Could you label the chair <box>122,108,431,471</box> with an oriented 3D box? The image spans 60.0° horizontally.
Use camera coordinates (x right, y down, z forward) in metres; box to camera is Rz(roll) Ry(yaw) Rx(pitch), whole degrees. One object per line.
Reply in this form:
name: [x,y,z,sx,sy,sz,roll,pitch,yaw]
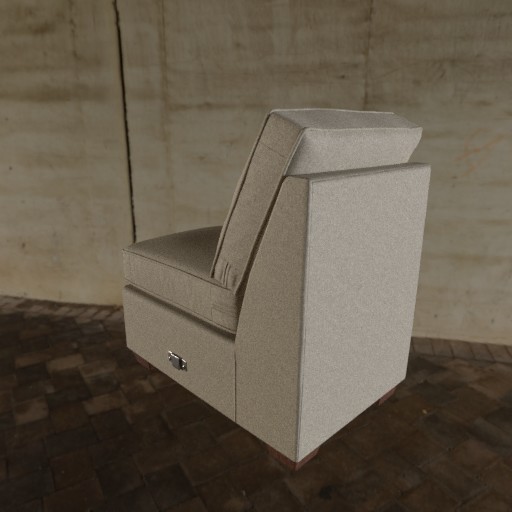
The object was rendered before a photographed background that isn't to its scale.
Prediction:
chair: [0.000,0.000,1.710,0.674,1.058,1.020,-15,22,-42]
